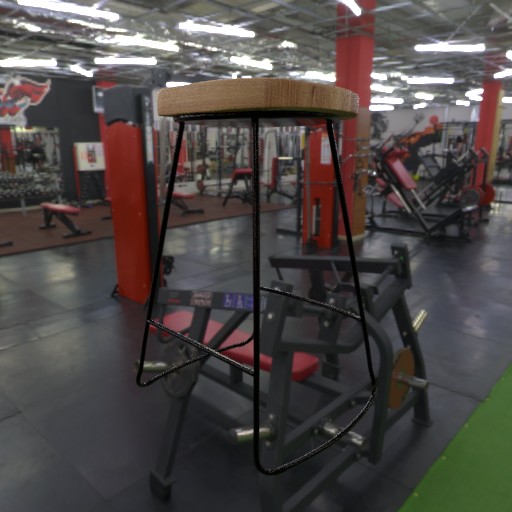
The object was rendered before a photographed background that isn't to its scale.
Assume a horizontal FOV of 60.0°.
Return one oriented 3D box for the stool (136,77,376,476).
[{"bbox_3d":[0.000,0.000,0.972,0.401,0.679,0.480,-14,19,-43],"label":"stool"}]
